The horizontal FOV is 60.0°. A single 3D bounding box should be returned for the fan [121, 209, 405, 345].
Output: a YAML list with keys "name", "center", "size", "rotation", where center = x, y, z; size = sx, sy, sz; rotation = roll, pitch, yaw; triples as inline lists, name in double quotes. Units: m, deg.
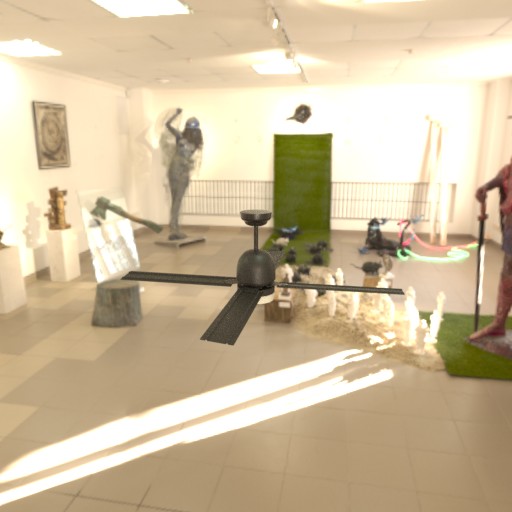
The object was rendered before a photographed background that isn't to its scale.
- name: "fan"
  center: [0.000, 0.000, 2.040]
  size: [1.319, 0.410, 1.319]
  rotation: [2, 14, 9]
